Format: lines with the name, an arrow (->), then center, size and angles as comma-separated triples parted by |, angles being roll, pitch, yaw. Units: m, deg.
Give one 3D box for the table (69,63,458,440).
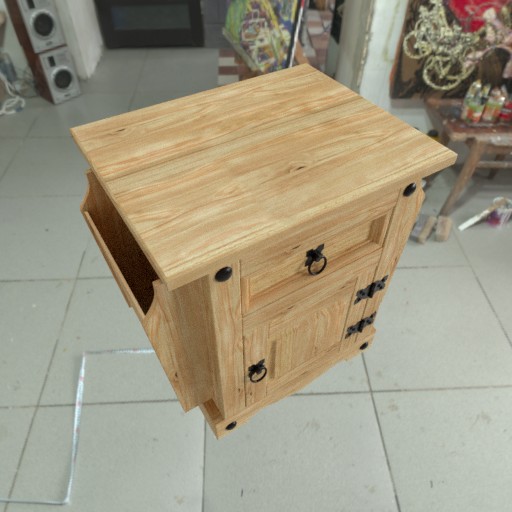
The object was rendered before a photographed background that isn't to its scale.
table -> 0.000, 0.000, 0.868 | 0.530, 0.515, 0.380 | -24, 51, -21
